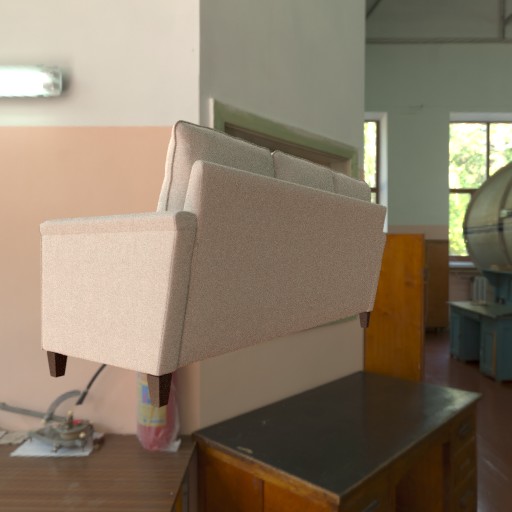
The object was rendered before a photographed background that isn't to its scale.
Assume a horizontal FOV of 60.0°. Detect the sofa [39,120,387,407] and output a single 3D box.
[{"bbox_3d":[0.000,0.000,2.335,0.828,0.961,1.925,0,1,35],"label":"sofa"}]
